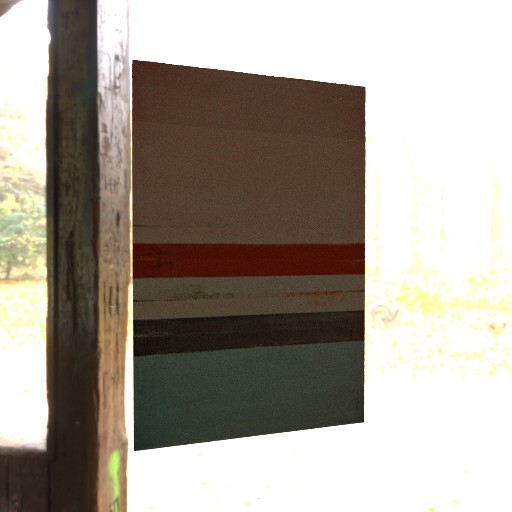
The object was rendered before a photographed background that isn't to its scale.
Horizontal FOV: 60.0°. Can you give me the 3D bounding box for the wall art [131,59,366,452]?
[{"bbox_3d":[0.000,0.000,1.135,0.610,0.914,0.038,0,1,-17],"label":"wall art"}]
